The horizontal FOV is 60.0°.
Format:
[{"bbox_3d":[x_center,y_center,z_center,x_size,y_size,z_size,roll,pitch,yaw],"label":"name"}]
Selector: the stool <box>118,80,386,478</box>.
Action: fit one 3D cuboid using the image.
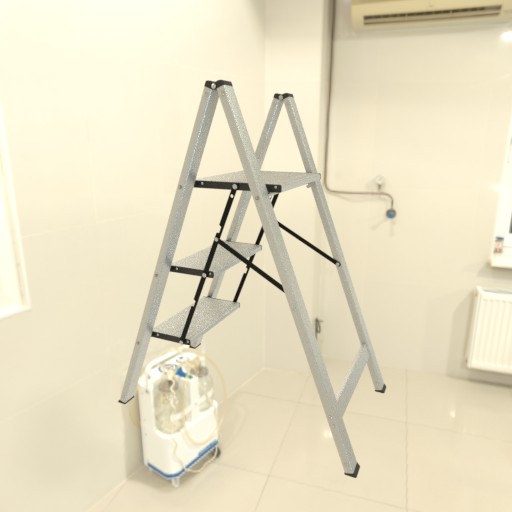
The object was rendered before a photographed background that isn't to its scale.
[{"bbox_3d":[0.000,0.000,1.270,0.730,0.902,0.441,7,17,24],"label":"stool"}]
